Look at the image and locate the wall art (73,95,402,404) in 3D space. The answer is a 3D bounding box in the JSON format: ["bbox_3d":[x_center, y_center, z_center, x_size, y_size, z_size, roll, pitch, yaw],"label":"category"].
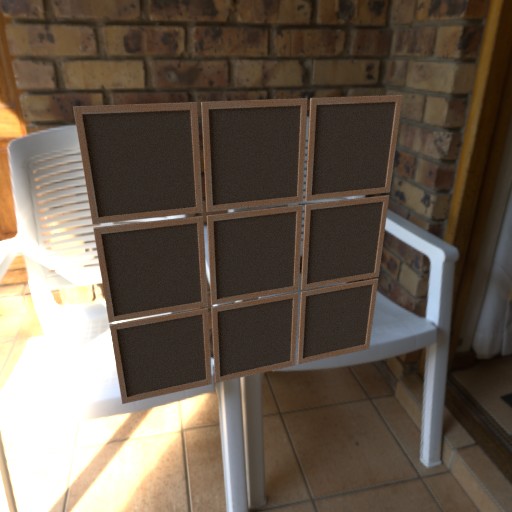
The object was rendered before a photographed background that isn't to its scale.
[{"bbox_3d":[0.000,0.000,2.287,1.520,1.525,0.013,-8,26,-17],"label":"wall art"}]
